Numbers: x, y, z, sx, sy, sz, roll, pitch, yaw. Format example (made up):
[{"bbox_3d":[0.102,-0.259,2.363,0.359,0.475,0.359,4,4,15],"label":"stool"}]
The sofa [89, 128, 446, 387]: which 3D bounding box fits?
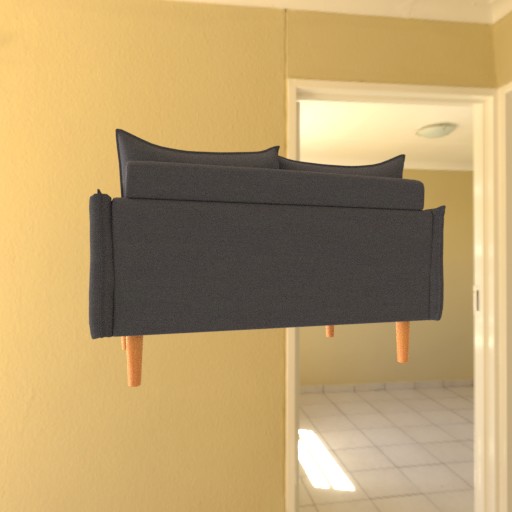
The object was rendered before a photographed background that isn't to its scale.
[{"bbox_3d":[0.000,0.000,1.879,1.300,0.840,0.820,0,0,-19],"label":"sofa"}]
